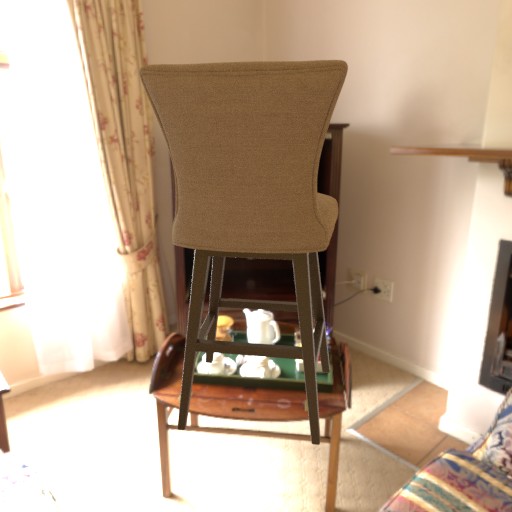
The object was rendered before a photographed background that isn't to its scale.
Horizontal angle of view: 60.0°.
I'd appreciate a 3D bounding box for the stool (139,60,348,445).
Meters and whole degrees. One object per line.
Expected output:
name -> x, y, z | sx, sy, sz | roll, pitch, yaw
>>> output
stool -> 0.000, 0.000, 1.420 | 0.514, 1.086, 0.574 | 2, 16, 9
